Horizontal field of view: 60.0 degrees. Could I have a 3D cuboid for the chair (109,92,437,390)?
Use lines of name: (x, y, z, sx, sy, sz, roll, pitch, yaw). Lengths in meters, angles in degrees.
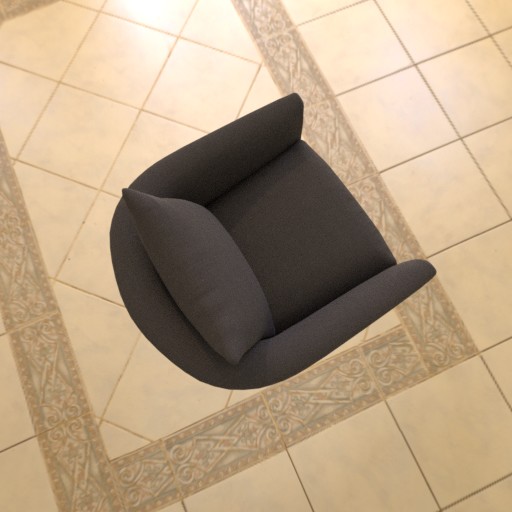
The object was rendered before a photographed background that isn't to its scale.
chair: (0.000, 0.000, 1.624, 0.910, 0.848, 0.845, -33, 78, -8)
